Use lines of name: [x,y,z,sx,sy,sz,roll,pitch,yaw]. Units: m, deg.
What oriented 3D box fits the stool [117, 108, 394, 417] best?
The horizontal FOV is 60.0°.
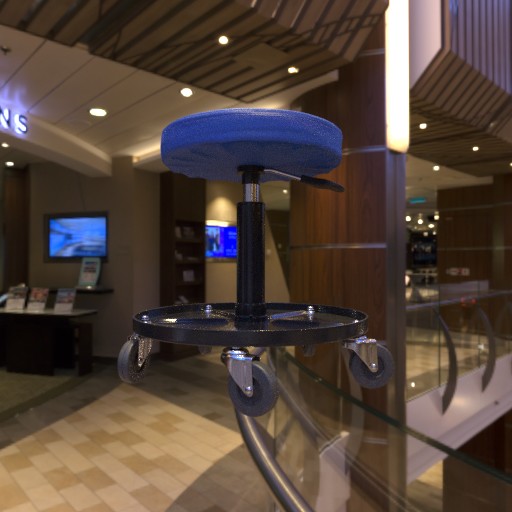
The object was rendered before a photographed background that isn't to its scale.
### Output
stool: [0.000,0.000,0.673,0.382,0.365,0.381,0,-1,1]
